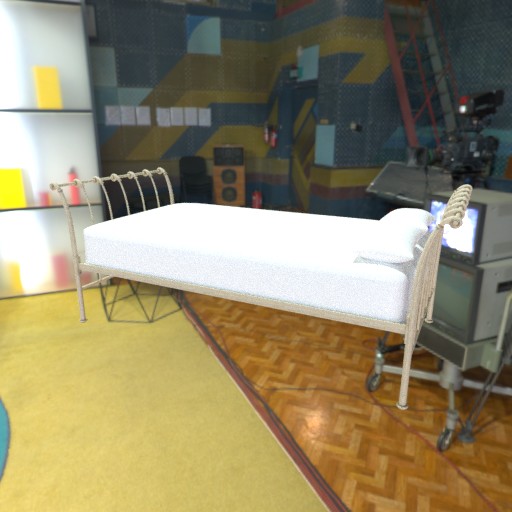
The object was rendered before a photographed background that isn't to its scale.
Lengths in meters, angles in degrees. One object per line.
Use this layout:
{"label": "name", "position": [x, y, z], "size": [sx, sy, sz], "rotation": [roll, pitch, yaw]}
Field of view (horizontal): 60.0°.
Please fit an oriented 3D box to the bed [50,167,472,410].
{"label": "bed", "position": [0.000, 0.000, 2.672], "size": [2.228, 0.873, 1.032], "rotation": [8, 19, 26]}
